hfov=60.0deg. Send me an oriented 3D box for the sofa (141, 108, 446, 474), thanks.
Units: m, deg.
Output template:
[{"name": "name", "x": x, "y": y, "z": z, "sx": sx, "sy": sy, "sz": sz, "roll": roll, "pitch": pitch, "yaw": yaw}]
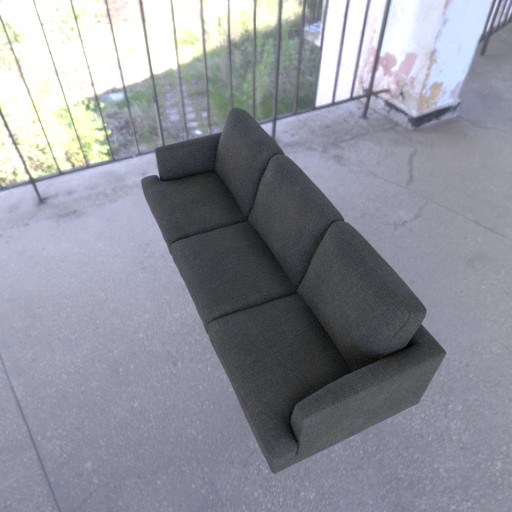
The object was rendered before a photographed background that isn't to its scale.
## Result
[{"name": "sofa", "x": 0.000, "y": 0.000, "z": 2.721, "sx": 0.903, "sy": 0.930, "sz": 2.246, "roll": -18, "pitch": 48, "yaw": -17}]
